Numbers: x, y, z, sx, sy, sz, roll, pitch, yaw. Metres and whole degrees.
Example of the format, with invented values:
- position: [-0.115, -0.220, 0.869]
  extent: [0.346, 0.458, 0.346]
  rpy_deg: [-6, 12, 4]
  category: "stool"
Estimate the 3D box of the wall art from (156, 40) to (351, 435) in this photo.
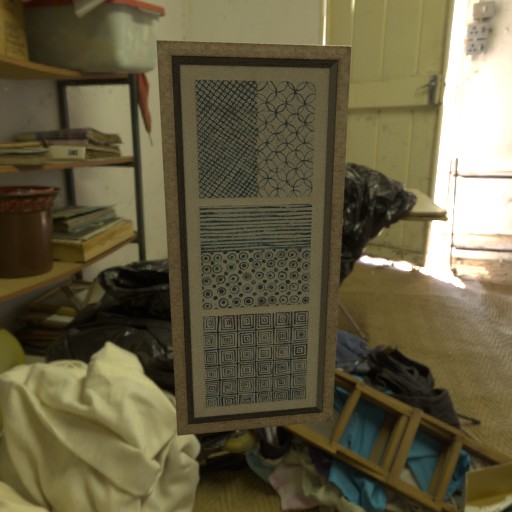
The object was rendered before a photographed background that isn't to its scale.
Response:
- position: [0.000, 0.000, 1.668]
  extent: [0.648, 1.461, 0.051]
  rpy_deg: [-2, 15, -8]
  category: "wall art"
